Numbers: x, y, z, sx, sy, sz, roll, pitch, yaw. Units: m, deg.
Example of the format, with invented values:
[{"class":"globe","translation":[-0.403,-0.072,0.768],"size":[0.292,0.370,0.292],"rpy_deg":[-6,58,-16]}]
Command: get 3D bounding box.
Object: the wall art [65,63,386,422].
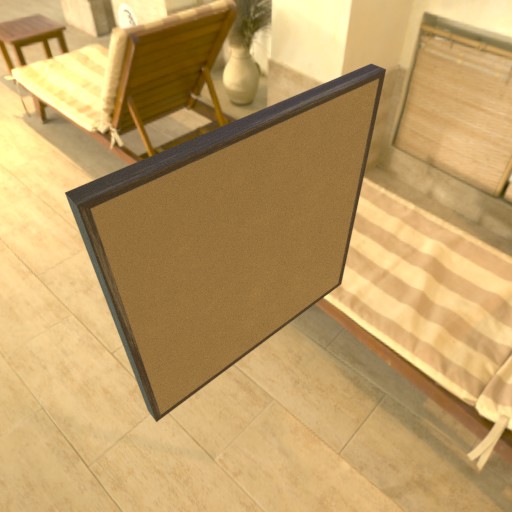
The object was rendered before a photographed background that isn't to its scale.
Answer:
[{"class":"wall art","translation":[0.000,0.000,1.133],"size":[0.762,0.758,0.043],"rpy_deg":[-32,53,-27]}]
